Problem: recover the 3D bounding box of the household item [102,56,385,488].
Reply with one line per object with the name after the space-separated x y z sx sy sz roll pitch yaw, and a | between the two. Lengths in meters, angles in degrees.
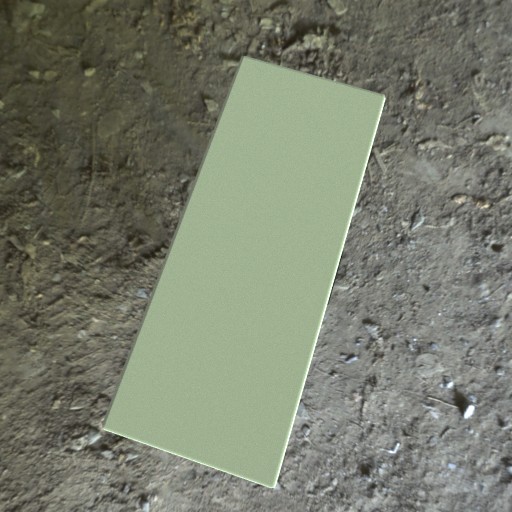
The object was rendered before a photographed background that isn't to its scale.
0.000 0.000 2.157 0.787 0.356 1.905 17 77 4 | household item
